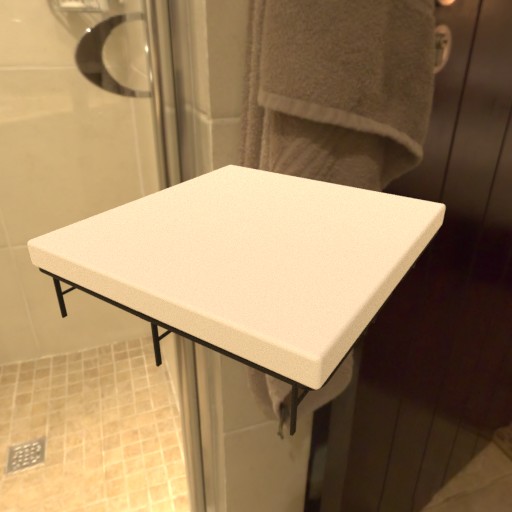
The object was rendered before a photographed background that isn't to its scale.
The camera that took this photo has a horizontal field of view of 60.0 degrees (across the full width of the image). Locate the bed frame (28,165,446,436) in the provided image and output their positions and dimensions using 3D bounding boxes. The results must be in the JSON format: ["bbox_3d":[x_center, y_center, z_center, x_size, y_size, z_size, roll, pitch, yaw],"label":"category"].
[{"bbox_3d":[0.000,0.000,3.014,1.935,0.525,2.033,17,31,30],"label":"bed frame"}]
